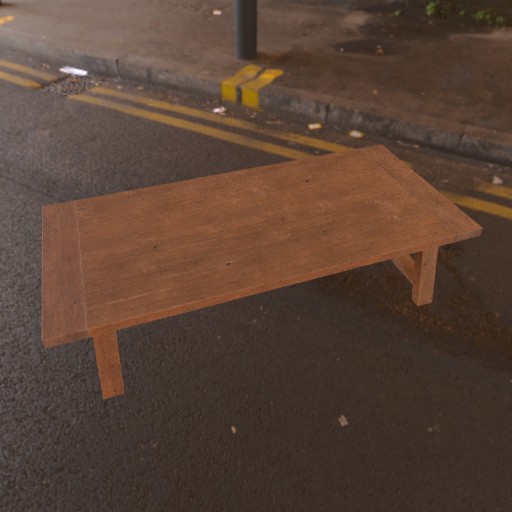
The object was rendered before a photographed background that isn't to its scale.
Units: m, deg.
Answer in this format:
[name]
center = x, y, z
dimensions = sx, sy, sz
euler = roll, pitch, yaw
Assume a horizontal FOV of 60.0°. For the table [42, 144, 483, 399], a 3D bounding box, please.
[table]
center = 0.000, 0.000, 2.138
dimensions = 1.800, 0.465, 0.820
euler = -13, 43, -15
